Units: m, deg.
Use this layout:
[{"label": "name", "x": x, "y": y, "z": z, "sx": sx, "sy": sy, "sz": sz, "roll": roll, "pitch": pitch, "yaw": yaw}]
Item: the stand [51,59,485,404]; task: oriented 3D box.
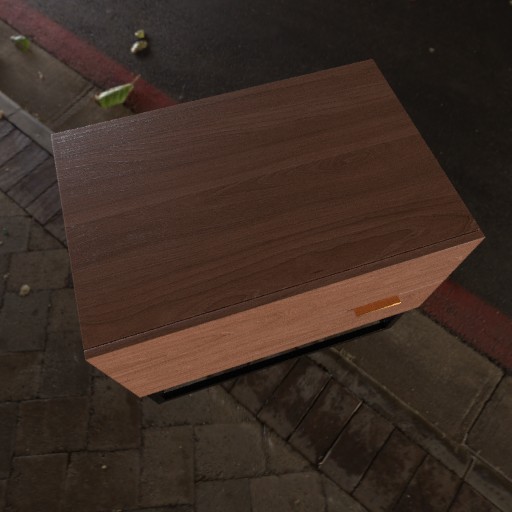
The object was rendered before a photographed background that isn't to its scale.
[{"label": "stand", "x": 0.000, "y": 0.000, "z": 0.932, "sx": 0.600, "sy": 0.500, "sz": 0.420, "roll": -16, "pitch": 65, "yaw": -8}]
